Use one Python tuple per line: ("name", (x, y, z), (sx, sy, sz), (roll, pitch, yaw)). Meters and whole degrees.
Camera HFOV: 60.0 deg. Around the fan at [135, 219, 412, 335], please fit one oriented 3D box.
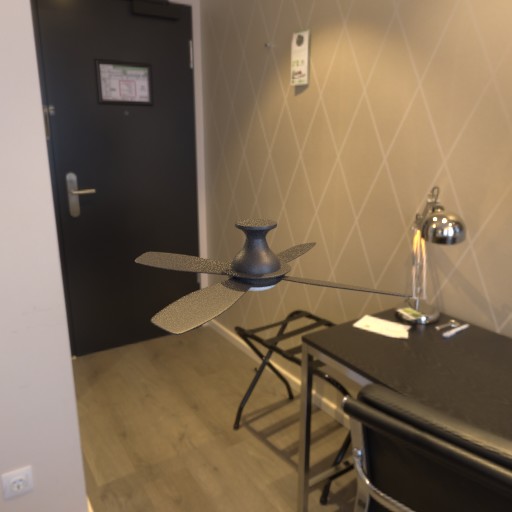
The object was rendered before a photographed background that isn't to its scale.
("fan", (0.000, 0.000, 2.496), (1.694, 0.382, 1.694), (7, 16, 26))
